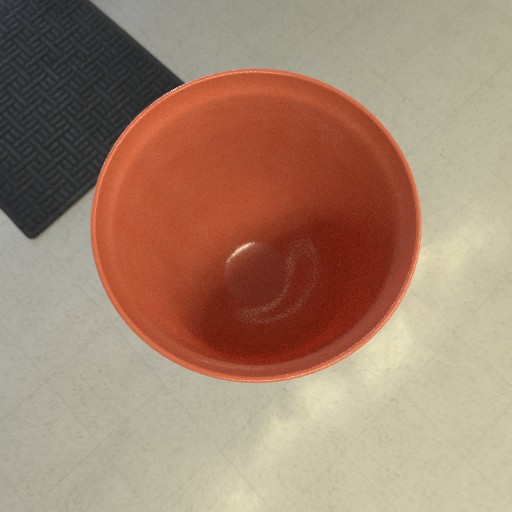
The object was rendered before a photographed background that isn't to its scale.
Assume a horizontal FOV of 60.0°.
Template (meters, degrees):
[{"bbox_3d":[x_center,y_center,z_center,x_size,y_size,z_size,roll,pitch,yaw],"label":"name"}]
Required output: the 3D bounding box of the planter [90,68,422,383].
[{"bbox_3d":[0.000,0.000,0.364,0.195,0.214,0.195,0,76,0],"label":"planter"}]
